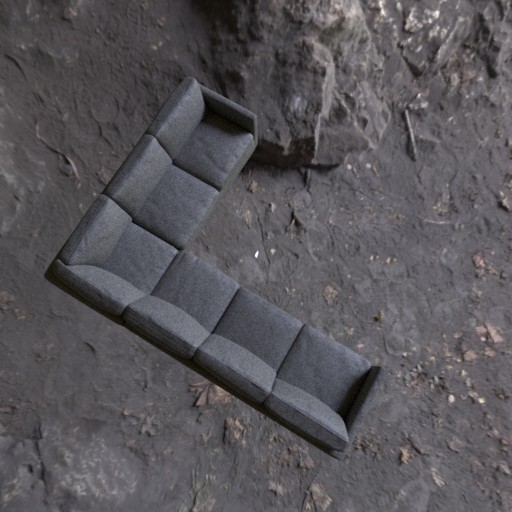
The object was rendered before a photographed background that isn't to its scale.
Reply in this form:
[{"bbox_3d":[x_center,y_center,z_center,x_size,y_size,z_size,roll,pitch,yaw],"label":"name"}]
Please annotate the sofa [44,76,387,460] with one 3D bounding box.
[{"bbox_3d":[0.000,0.000,4.554,3.302,0.947,2.593,30,78,7],"label":"sofa"}]
